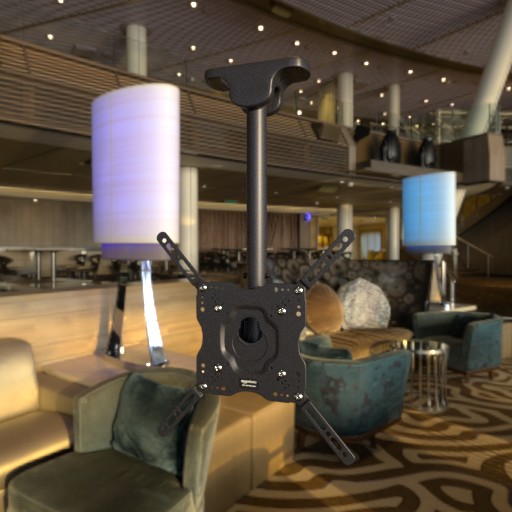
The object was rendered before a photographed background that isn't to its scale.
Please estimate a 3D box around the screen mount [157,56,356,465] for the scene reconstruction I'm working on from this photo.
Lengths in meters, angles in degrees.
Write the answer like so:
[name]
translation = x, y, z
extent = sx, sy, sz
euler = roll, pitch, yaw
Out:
[screen mount]
translation = 0.000, 0.000, 0.871
extent = 0.393, 0.729, 0.090
euler = 0, 1, 19
